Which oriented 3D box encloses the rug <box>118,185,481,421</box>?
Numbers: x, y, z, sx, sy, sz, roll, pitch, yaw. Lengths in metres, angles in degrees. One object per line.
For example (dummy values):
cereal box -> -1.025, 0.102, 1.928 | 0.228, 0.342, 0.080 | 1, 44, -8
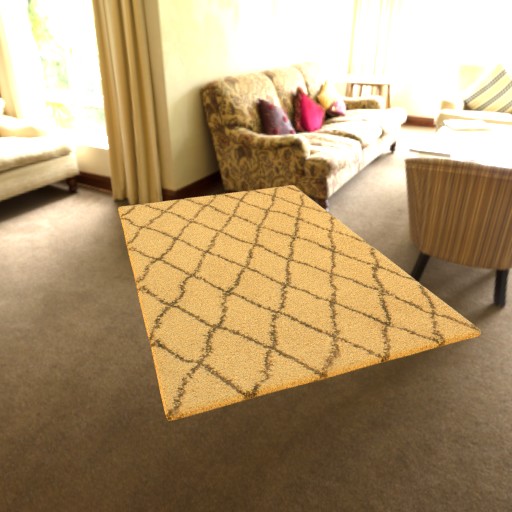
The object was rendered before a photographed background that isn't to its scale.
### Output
rug -> 0.000, 0.000, 2.263 | 1.219, 0.030, 1.778 | -10, 30, -17
